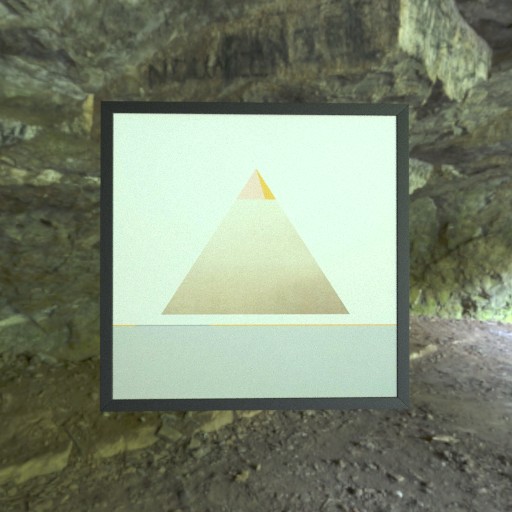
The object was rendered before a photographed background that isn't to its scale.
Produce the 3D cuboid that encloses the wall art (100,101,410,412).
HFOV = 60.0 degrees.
[{"bbox_3d":[0.000,0.000,0.749,0.513,0.511,0.028,0,0,-2],"label":"wall art"}]
